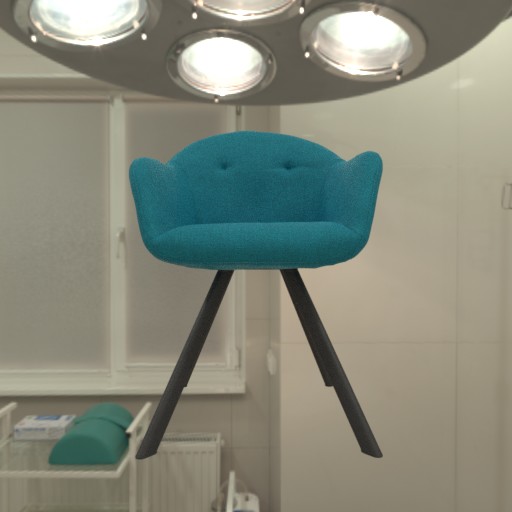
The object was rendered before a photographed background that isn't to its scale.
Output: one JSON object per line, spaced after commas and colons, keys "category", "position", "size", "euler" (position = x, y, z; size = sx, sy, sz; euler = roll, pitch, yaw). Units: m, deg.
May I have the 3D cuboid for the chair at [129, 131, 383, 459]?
{"category": "chair", "position": [0.000, 0.000, 1.133], "size": [0.545, 0.775, 0.565], "euler": [0, 1, -1]}
